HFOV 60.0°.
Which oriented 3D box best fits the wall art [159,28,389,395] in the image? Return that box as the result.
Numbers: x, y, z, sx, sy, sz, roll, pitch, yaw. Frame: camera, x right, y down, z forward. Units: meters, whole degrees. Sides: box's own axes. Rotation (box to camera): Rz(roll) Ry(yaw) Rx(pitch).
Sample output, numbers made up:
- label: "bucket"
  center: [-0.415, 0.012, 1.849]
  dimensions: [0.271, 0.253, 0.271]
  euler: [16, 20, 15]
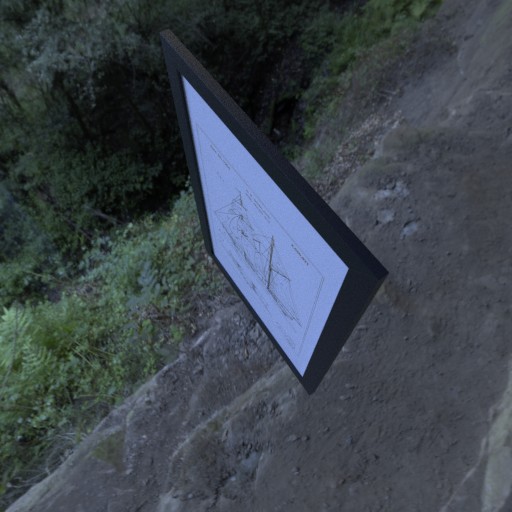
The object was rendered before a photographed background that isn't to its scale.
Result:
- label: "wall art"
  center: [0.000, 0.000, 0.680]
  dimensions: [0.013, 0.534, 0.381]
  euler: [-31, 67, -15]
